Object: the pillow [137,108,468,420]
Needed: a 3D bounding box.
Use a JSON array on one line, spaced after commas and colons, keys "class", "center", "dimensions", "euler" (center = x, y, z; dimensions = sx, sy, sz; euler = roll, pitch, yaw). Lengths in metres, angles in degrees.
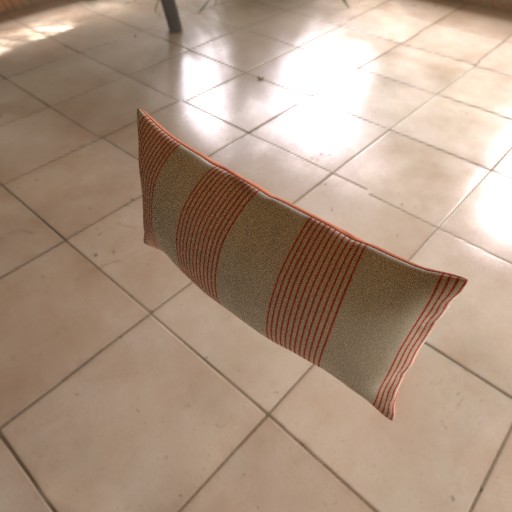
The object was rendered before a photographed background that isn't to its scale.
[{"class": "pillow", "center": [0.000, 0.000, 0.736], "dimensions": [0.608, 0.292, 0.156], "euler": [32, 54, 27]}]
